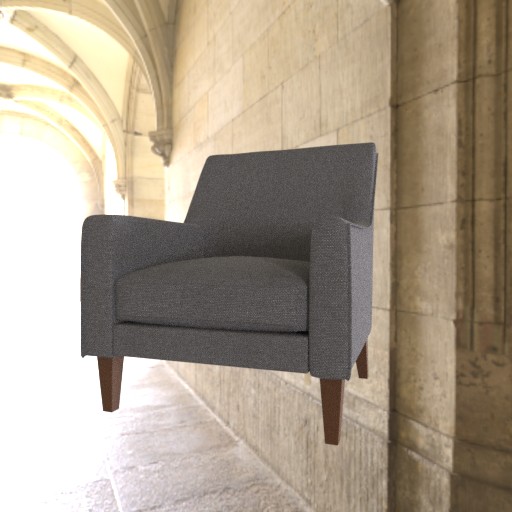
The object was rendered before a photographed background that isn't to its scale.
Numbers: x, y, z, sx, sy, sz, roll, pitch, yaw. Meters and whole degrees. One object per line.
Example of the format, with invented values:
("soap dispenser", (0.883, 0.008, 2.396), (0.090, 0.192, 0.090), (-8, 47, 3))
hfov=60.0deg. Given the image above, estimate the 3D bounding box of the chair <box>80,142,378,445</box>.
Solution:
("chair", (0.000, 0.000, 1.569), (0.780, 0.919, 0.899), (0, 1, 19))
